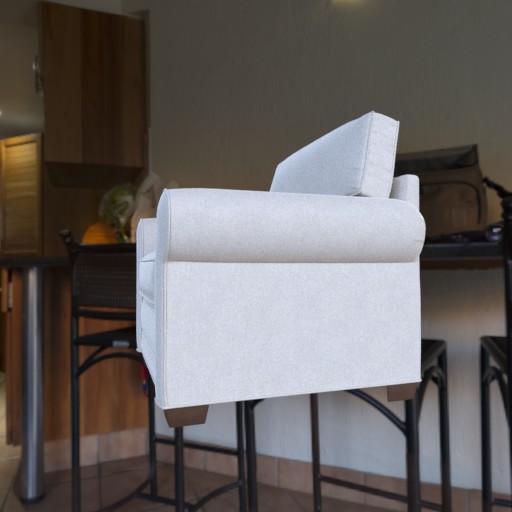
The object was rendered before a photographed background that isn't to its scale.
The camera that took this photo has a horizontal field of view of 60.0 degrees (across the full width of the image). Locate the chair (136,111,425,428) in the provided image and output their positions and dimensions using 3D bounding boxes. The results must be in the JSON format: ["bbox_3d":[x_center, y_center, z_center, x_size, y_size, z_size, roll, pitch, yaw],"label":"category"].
[{"bbox_3d":[0.000,0.000,1.745,0.863,0.955,1.040,0,-1,-19],"label":"chair"}]
